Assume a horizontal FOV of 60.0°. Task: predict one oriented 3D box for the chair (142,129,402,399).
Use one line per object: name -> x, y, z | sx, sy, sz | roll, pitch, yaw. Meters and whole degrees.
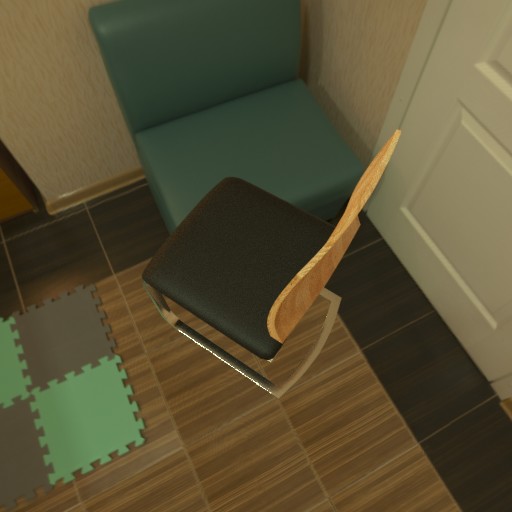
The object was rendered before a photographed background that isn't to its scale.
chair -> 0.000, 0.000, 1.266 | 0.560, 0.936, 0.462 | 31, 67, 15
